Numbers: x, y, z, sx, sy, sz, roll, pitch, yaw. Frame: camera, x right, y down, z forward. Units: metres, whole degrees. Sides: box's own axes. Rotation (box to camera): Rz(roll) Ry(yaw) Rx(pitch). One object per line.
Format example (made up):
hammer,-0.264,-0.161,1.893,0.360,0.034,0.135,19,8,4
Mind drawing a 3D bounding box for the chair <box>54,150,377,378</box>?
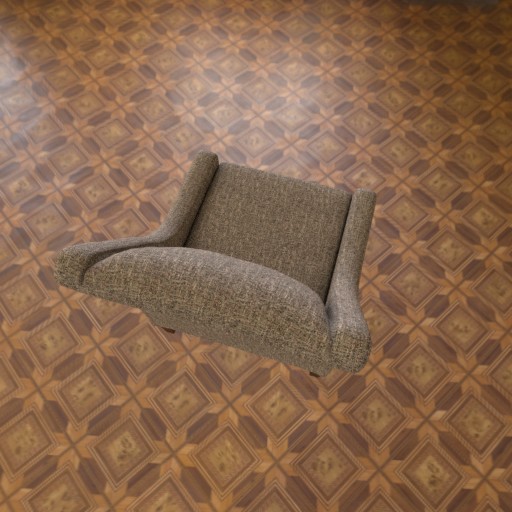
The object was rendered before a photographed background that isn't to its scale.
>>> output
chair,0.000,0.000,1.601,0.774,1.014,0.870,15,64,8
